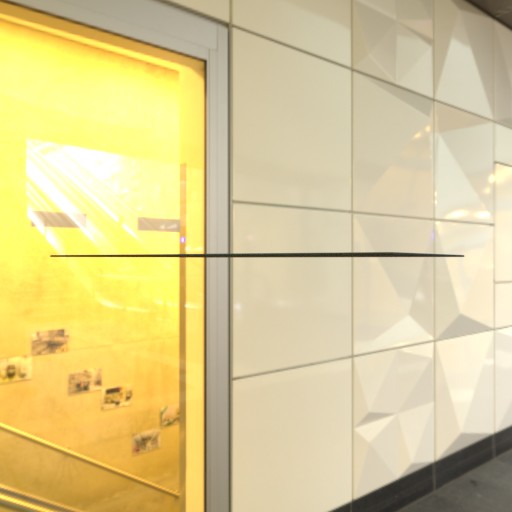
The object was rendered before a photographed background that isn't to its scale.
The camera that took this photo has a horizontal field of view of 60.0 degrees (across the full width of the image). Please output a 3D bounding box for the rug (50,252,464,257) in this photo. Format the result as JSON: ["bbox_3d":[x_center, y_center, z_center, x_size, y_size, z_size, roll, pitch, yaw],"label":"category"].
[{"bbox_3d":[0.000,0.000,2.342,1.829,0.010,1.219,0,0,34],"label":"rug"}]
